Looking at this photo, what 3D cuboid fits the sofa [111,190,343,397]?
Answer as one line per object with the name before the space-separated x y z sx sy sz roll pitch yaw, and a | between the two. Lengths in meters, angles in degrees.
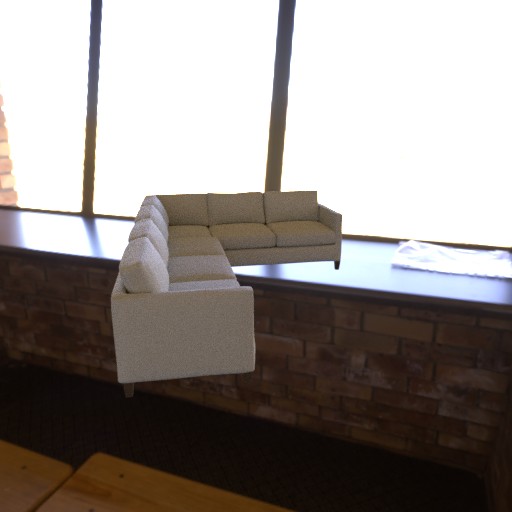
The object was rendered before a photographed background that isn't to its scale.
sofa | 0.000 0.000 4.571 2.522 0.934 3.333 -3 16 -11
